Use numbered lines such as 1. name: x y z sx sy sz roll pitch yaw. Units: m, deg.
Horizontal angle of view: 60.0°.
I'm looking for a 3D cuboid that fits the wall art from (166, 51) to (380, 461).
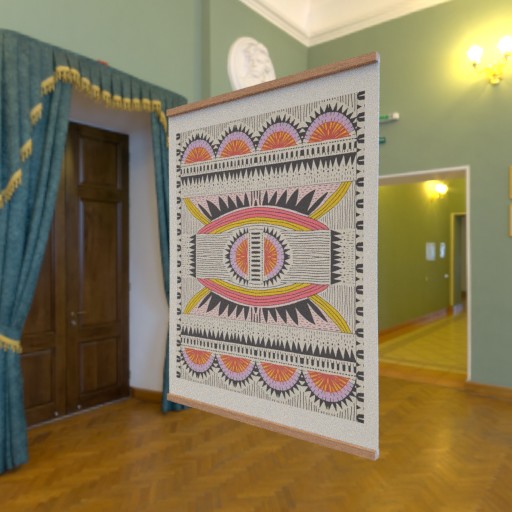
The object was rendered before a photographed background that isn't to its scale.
1. wall art: 0.000 0.000 1.336 0.765 1.016 0.028 0 1 37
